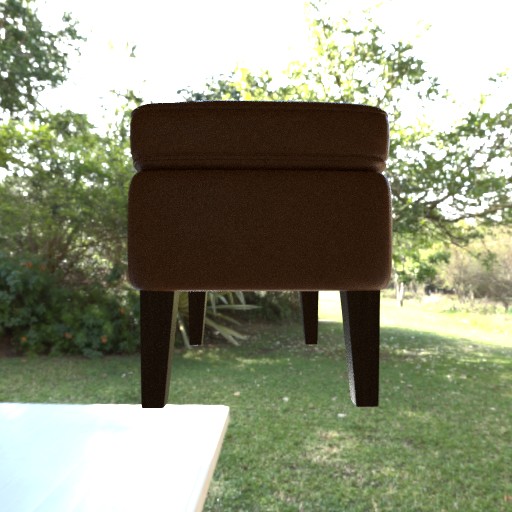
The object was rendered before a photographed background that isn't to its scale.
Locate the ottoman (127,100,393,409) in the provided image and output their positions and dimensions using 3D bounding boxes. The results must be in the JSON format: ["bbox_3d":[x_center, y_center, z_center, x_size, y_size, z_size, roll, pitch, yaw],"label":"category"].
[{"bbox_3d":[0.000,0.000,0.963,0.420,0.480,0.670,0,-2,-1],"label":"ottoman"}]
